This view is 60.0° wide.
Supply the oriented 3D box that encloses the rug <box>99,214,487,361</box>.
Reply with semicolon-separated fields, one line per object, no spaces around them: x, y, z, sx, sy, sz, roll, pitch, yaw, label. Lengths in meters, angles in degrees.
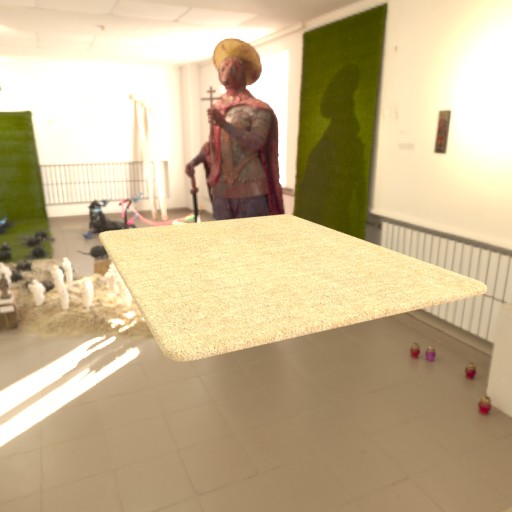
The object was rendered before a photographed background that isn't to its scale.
0.000;0.000;3.374;2.009;0.048;2.528;-8;18;-24;rug
